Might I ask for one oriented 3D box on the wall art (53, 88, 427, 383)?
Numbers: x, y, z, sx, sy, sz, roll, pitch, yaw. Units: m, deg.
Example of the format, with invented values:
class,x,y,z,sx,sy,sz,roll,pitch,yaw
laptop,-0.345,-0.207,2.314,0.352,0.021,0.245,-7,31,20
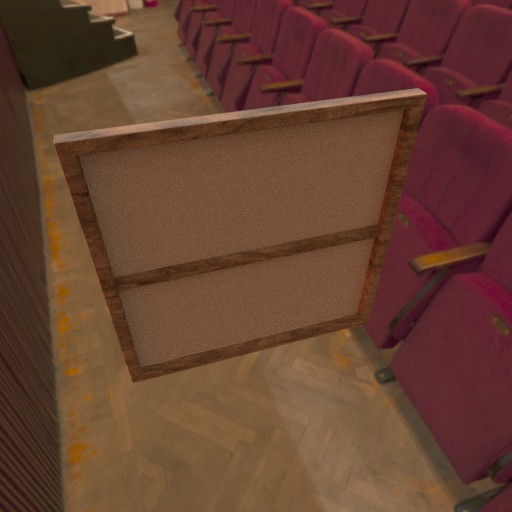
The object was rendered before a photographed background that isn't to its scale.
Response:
class,x,y,z,sx,sy,sz,roll,pitch,yaw
wall art,0.000,0.000,1.109,0.747,0.747,0.035,-12,43,-13
